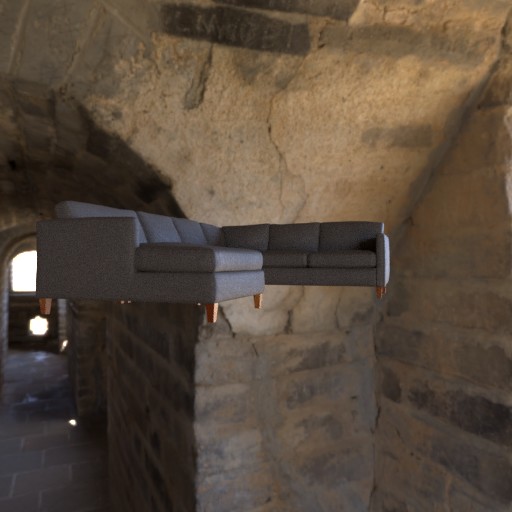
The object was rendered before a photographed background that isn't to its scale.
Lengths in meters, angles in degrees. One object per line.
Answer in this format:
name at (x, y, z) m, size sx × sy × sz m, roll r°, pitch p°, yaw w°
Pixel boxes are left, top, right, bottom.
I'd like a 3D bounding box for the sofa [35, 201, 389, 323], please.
sofa at (0.000, 0.000, 4.721) m, size 2.594 × 0.961 × 3.460 m, roll 0°, pitch -1°, yaw 19°
